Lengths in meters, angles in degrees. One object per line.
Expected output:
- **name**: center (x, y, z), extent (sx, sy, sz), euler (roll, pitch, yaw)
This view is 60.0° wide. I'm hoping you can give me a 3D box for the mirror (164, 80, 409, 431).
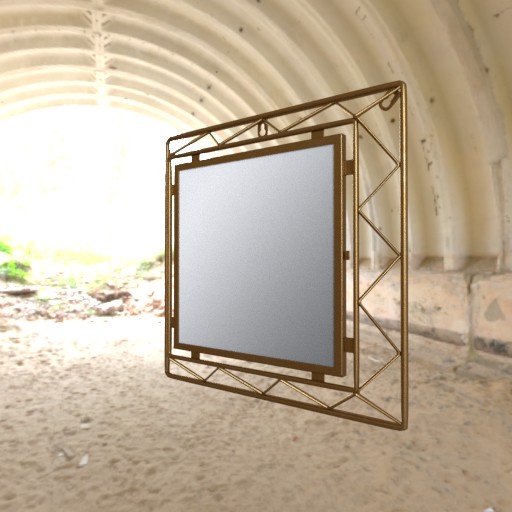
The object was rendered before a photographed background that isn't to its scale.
- **mirror**: center (0.000, 0.000, 0.627), extent (0.416, 0.414, 0.046), euler (0, -1, 37)
